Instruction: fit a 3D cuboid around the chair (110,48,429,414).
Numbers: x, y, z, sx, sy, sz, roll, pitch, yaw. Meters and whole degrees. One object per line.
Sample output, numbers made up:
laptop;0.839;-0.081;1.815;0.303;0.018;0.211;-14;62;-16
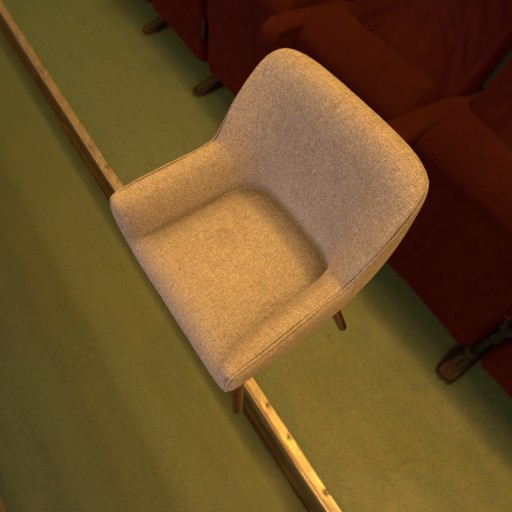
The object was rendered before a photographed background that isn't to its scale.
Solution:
chair;0.000;0.000;1.162;0.519;0.803;0.543;-32;67;-15
